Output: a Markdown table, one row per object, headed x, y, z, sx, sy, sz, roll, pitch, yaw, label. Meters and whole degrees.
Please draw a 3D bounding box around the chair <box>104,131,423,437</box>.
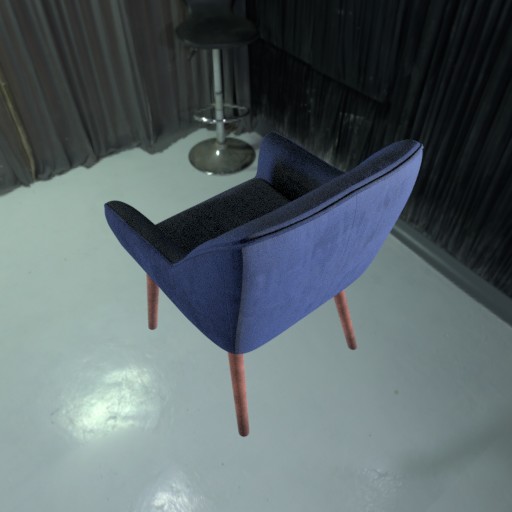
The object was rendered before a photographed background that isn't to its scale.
| x | y | z | sx | sy | sz | roll | pitch | yaw | label |
| --- | --- | --- | --- | --- | --- | --- | --- | --- | --- |
| 0.000 | 0.000 | 1.260 | 0.600 | 0.820 | 0.600 | -30 | 53 | -26 | chair |
